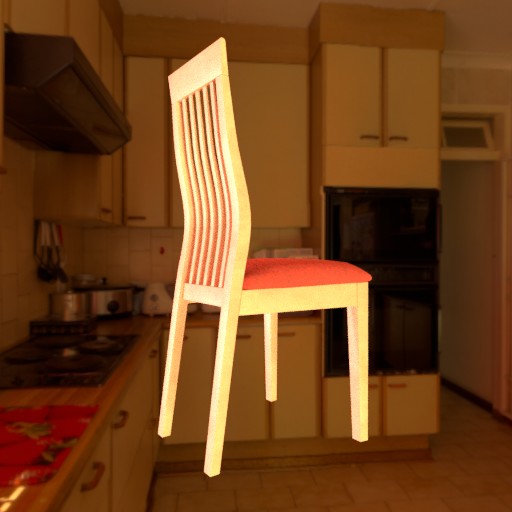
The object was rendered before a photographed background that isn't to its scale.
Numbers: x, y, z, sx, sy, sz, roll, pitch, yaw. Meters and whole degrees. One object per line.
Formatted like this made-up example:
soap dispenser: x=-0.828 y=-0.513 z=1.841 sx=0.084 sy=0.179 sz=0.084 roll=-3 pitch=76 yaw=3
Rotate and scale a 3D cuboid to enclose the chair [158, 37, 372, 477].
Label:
chair: x=0.000 y=0.000 z=1.275 sx=0.474 sy=1.027 sz=0.460 roll=-1 pitch=1 yaw=-36
